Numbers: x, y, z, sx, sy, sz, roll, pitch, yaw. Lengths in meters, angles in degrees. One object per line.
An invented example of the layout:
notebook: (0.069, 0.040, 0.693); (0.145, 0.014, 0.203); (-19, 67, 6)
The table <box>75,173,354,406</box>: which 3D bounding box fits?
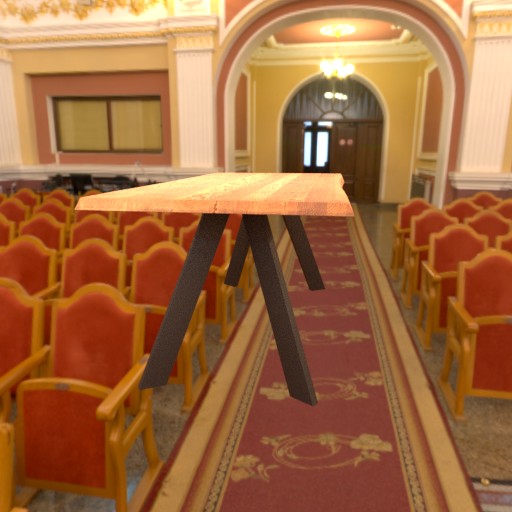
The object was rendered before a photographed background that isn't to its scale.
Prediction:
table: (0.000, 0.000, 2.316); (0.900, 0.770, 1.800); (2, 13, 10)
